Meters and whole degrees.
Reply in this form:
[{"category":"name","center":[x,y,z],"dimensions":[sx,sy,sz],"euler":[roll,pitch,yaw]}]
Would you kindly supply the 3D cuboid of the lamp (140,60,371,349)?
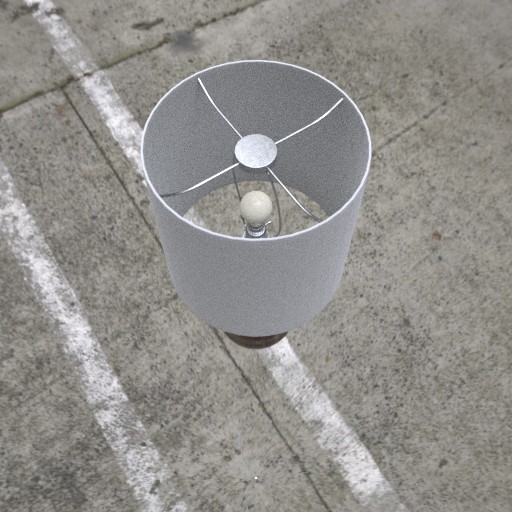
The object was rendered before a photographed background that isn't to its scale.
[{"category":"lamp","center":[0.000,0.000,0.480],"dimensions":[0.186,0.369,0.186],"euler":[0,63,0]}]
